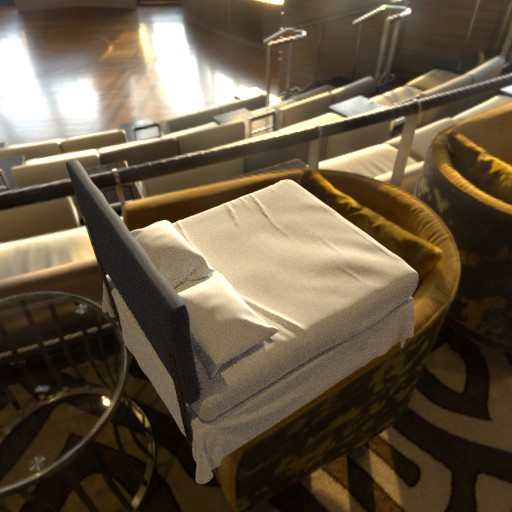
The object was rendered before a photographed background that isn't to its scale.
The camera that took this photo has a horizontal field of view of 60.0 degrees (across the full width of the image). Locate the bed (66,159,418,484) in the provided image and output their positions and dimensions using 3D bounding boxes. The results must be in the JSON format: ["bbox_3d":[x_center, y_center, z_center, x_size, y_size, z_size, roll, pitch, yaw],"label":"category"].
[{"bbox_3d":[0.000,0.000,3.467,2.222,1.577,1.936,-25,48,-25],"label":"bed"}]
